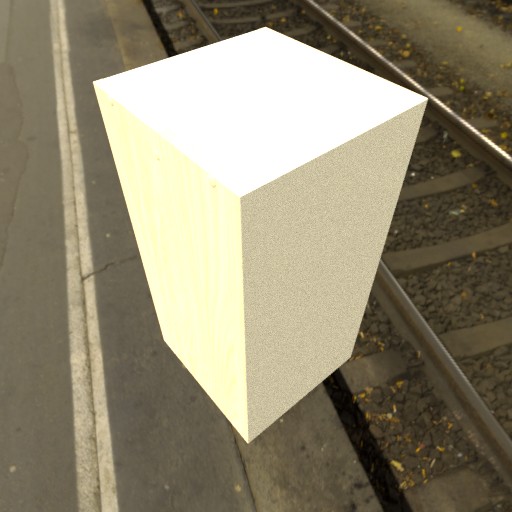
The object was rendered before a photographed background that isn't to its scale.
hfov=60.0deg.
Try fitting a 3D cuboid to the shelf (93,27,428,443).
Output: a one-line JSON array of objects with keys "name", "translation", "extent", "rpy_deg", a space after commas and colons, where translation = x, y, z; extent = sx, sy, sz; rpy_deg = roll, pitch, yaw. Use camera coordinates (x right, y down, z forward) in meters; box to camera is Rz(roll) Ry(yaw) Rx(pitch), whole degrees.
[{"name": "shelf", "translation": [0.000, 0.000, 0.759], "extent": [0.290, 0.594, 0.297], "rpy_deg": [-31, 54, -26]}]
